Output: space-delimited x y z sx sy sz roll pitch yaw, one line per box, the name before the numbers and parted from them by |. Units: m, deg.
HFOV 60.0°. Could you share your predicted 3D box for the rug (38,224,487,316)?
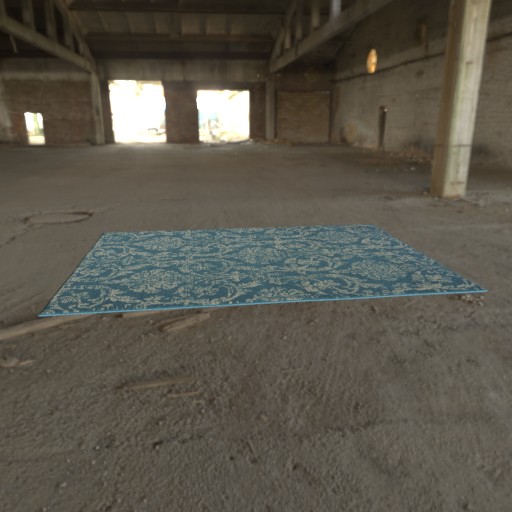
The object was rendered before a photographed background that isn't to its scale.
rug | 0.000 0.000 2.881 2.205 0.012 1.554 -2 17 -8
